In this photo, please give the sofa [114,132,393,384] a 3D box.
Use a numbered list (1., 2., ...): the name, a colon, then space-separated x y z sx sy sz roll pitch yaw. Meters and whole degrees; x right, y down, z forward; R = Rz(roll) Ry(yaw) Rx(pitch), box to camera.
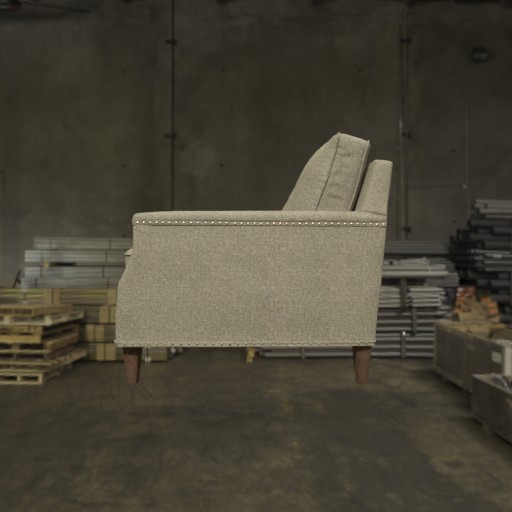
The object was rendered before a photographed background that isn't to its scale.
1. sofa: 0.000 0.000 2.776 1.084 1.003 2.246 0 0 0
